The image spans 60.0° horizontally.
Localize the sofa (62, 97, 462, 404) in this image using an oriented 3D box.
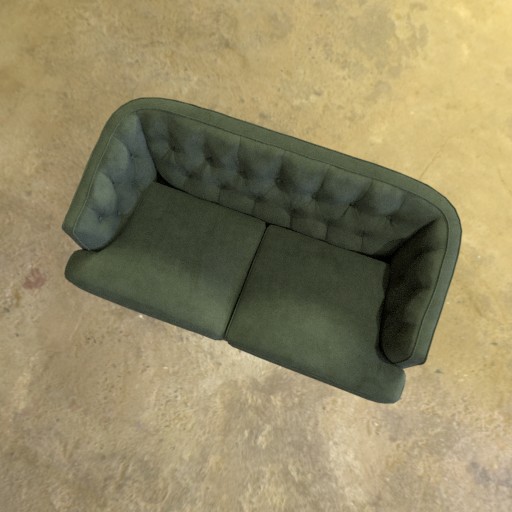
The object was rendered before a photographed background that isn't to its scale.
[{"bbox_3d":[0.000,0.000,2.253,1.733,0.855,0.941,20,74,6],"label":"sofa"}]
